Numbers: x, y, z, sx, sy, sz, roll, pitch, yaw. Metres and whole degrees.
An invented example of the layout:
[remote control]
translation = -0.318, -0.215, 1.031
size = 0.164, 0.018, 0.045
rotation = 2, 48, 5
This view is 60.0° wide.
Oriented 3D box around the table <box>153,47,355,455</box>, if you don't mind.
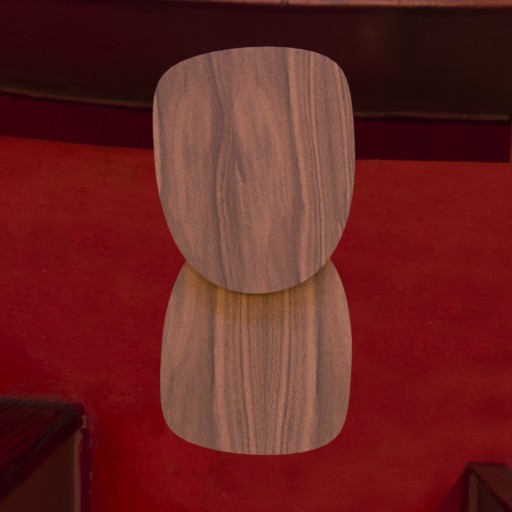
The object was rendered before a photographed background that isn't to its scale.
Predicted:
[table]
translation = 0.000, 0.000, 1.363
size = 0.527, 0.429, 1.084
rotation = 0, 90, 1
